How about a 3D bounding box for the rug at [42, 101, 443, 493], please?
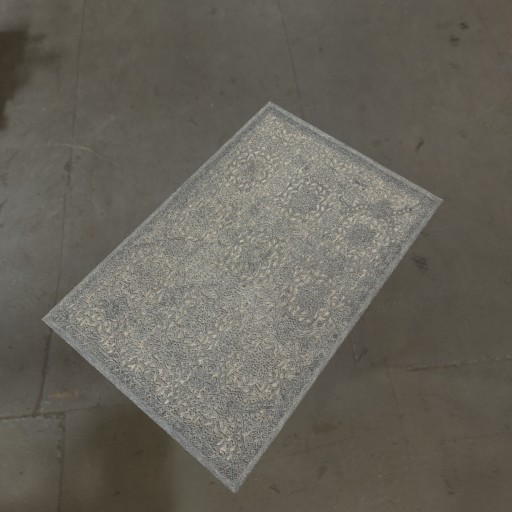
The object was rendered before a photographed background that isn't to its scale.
[{"bbox_3d":[0.000,0.000,2.301,1.208,0.012,1.819,35,68,16],"label":"rug"}]
